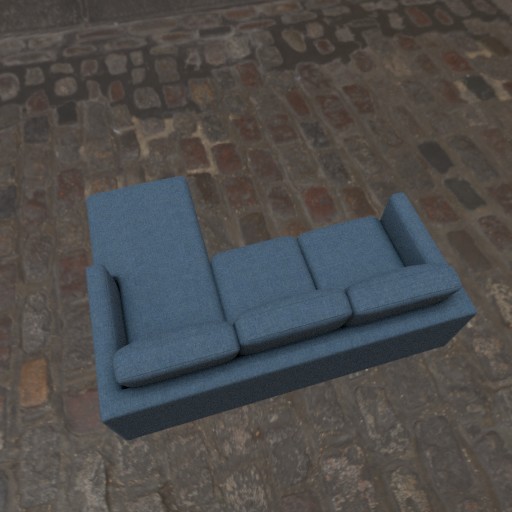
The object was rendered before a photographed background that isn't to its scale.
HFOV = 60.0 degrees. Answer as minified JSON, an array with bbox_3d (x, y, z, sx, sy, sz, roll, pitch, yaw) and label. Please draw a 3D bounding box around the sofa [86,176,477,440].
[{"bbox_3d":[0.000,0.000,2.884,2.055,0.957,1.667,-14,59,-9],"label":"sofa"}]
